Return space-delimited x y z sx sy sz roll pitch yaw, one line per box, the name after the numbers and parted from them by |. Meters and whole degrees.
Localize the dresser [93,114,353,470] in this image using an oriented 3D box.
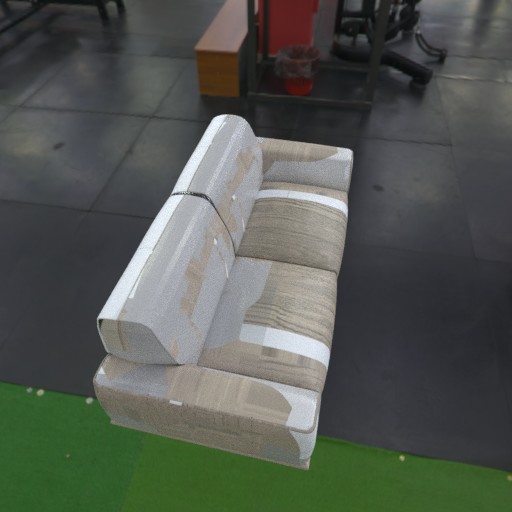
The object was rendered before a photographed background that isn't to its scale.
0.000 0.000 5.827 2.251 1.863 4.679 9 47 9 | dresser
